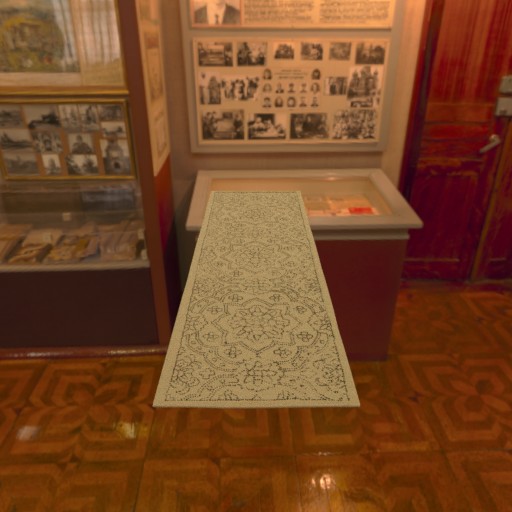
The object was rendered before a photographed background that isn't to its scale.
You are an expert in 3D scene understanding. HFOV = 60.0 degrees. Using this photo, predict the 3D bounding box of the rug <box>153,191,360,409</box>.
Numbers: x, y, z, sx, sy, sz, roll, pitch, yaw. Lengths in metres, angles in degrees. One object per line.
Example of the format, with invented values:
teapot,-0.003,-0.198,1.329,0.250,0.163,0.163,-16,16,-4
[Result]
rug,0.000,0.000,2.711,0.769,0.012,2.448,0,27,0
